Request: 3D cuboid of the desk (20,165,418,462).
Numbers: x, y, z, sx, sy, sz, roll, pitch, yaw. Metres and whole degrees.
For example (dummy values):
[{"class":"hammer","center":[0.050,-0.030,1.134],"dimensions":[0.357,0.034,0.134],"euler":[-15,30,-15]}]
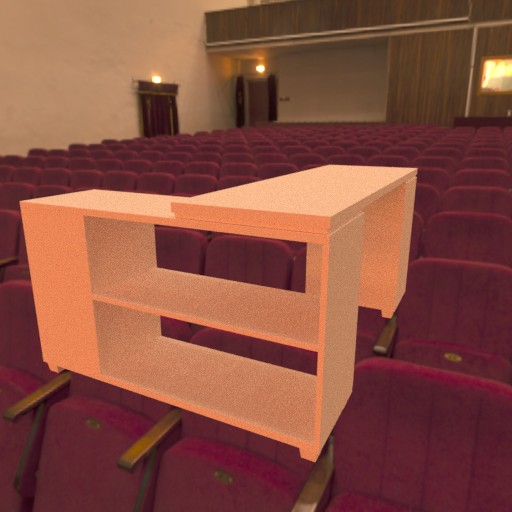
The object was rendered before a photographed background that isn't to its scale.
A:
[{"class":"desk","center":[0.000,0.000,2.132],"dimensions":[1.199,0.759,1.524],"euler":[8,18,26]}]
